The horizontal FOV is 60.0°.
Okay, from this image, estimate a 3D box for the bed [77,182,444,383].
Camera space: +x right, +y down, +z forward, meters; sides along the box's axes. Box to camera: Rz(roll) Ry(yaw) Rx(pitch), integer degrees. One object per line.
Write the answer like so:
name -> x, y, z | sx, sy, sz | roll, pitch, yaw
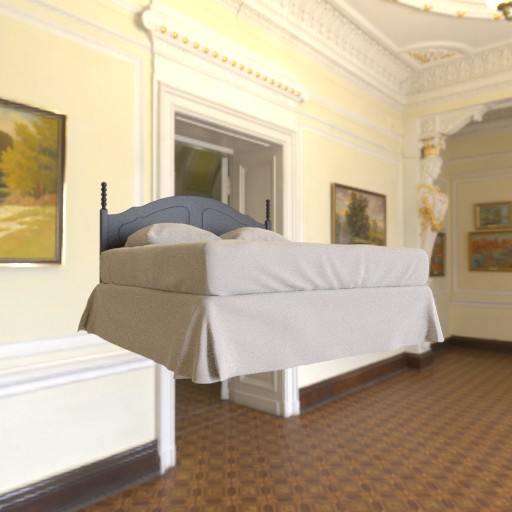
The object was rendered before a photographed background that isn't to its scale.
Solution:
bed -> 0.000, 0.000, 3.675 | 2.322, 1.355, 2.219 | 1, -1, -35
